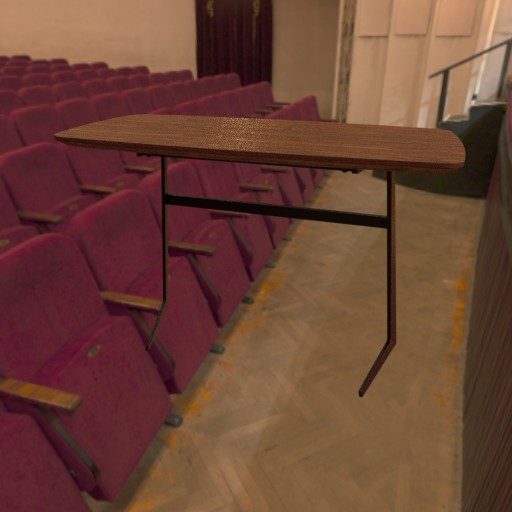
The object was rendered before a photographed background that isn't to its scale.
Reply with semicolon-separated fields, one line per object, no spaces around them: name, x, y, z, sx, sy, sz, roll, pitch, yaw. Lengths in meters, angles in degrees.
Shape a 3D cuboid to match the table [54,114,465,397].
table;0.000;0.000;1.055;0.804;0.576;0.361;8;27;16
